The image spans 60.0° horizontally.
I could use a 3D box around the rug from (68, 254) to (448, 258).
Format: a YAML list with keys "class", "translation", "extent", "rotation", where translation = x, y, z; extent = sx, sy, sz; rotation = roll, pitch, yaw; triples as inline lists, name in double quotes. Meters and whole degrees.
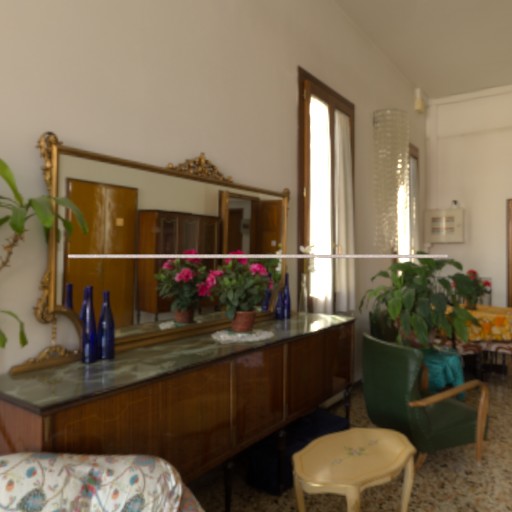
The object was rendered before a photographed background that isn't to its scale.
- class: "rug"
  translation: [0.000, 0.000, 2.929]
  extent: [1.540, 0.021, 2.290]
  rotation: [0, 0, 0]
